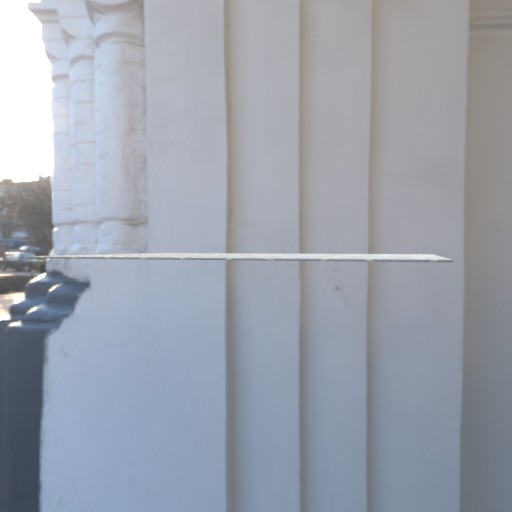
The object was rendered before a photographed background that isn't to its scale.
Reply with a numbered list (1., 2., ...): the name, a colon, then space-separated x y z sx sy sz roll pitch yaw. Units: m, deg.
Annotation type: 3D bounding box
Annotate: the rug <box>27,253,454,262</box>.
1. rug: 0.000 0.000 2.696 2.080 0.010 1.451 0 1 19
